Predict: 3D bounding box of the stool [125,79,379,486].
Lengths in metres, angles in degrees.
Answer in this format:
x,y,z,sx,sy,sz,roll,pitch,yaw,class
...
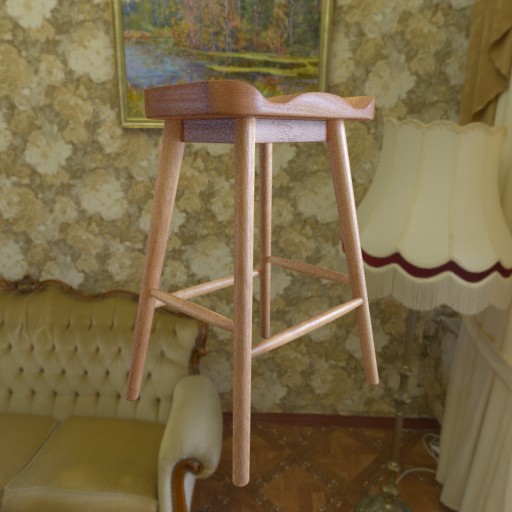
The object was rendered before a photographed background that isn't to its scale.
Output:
x,y,z,sx,sy,sz,roll,pitch,yaw,class
0.000,0.000,0.890,0.361,0.615,0.440,15,21,42,stool
